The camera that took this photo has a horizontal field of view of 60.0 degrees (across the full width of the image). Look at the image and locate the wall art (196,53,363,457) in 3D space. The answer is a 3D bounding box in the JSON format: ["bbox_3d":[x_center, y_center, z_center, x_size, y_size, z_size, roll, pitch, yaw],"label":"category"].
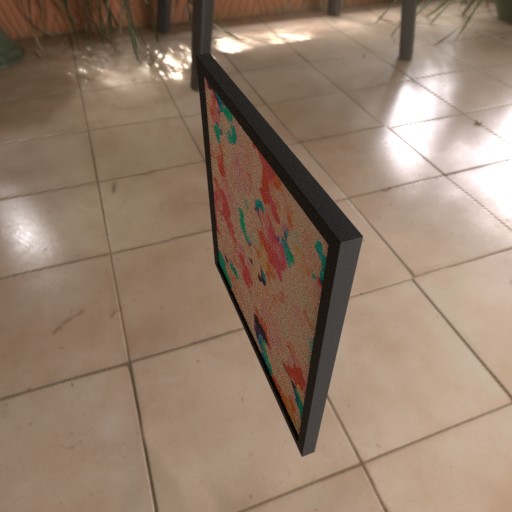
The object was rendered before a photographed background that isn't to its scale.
[{"bbox_3d":[0.000,0.000,0.462,0.015,0.304,0.306,-15,46,-15],"label":"wall art"}]
